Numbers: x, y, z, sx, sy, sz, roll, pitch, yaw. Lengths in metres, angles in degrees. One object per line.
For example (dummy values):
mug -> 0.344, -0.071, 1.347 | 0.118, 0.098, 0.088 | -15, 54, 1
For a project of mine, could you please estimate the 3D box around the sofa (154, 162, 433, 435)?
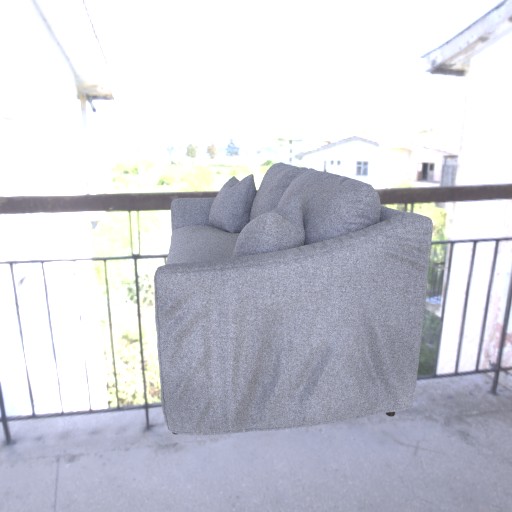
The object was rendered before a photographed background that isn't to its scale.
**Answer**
sofa -> 0.000, 0.000, 2.606 | 1.072, 1.018, 2.010 | -2, 14, -8
